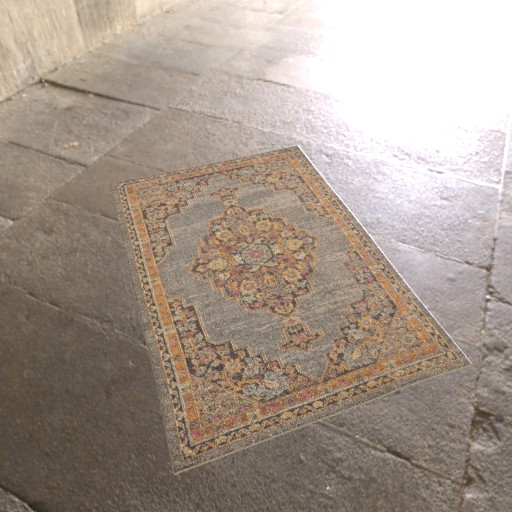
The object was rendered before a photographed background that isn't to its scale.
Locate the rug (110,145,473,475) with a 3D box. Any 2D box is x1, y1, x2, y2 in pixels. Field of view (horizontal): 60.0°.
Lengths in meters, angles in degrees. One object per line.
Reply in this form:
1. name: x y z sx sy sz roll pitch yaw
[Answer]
1. rug: 0.000 0.000 3.883 2.158 0.024 3.063 -15 47 -14
